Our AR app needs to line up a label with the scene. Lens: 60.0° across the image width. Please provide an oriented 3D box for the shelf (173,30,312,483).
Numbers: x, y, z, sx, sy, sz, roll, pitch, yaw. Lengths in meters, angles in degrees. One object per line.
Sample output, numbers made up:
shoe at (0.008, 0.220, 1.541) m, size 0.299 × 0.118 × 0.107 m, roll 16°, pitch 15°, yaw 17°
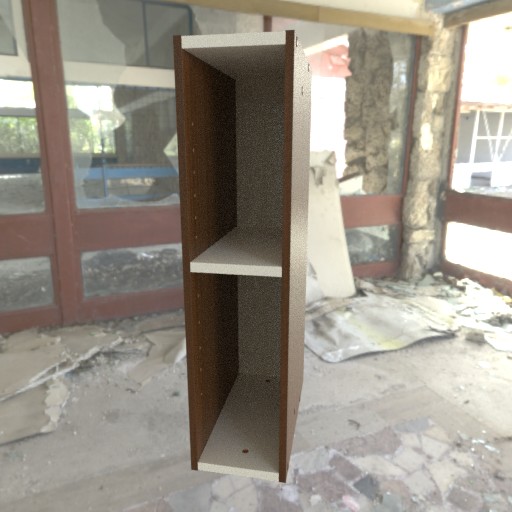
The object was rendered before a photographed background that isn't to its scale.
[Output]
shelf at (0.000, 0.000, 0.719) m, size 0.147 × 0.600 × 0.290 m, roll 3°, pitch 14°, yaw 11°
